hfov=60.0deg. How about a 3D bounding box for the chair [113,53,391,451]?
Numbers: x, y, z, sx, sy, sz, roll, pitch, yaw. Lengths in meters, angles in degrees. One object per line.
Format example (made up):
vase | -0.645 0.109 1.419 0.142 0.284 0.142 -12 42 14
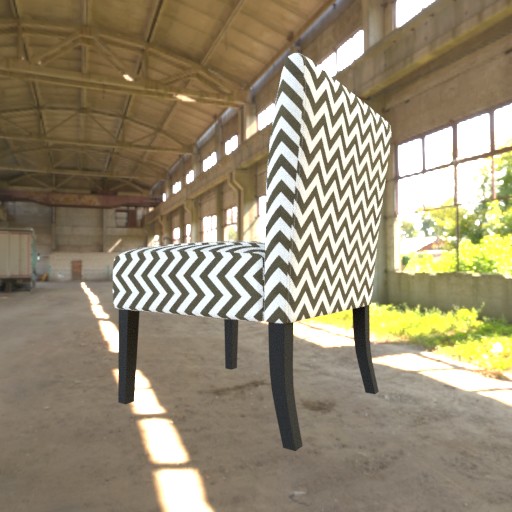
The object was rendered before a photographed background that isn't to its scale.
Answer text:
chair | 0.000 0.000 1.319 0.648 0.838 0.589 -1 -1 34
